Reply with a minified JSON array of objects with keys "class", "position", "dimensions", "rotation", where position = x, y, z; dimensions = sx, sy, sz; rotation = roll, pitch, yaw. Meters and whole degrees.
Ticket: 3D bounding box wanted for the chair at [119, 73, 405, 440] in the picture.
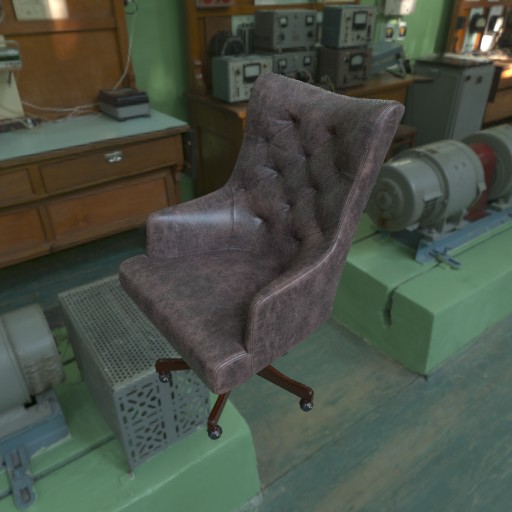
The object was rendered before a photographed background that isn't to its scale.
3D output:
[{"class":"chair","position":[0.000,0.000,1.496],"dimensions":[0.762,1.035,0.641],"rotation":[-22,38,-31]}]
